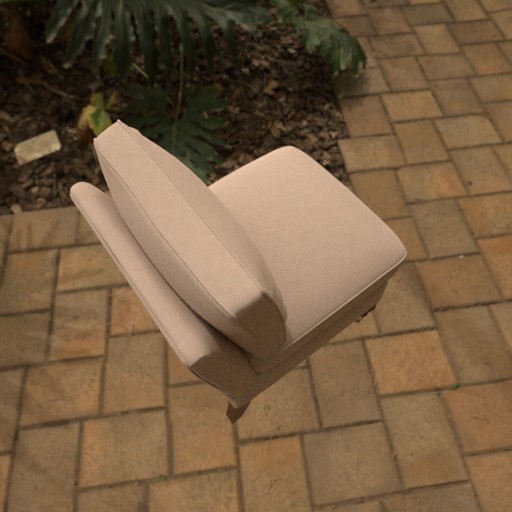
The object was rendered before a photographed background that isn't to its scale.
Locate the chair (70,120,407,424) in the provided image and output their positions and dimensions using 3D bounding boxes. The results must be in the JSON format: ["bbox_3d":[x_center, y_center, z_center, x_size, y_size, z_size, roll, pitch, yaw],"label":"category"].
[{"bbox_3d":[0.000,0.000,1.640,0.912,1.052,0.724,-32,63,-19],"label":"chair"}]
